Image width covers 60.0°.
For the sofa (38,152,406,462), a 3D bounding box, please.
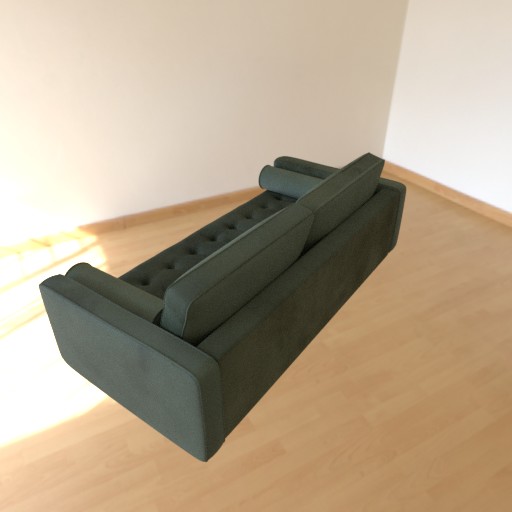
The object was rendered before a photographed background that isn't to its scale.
[{"bbox_3d":[0.000,0.000,2.324,0.916,0.772,1.880,21,38,30],"label":"sofa"}]
